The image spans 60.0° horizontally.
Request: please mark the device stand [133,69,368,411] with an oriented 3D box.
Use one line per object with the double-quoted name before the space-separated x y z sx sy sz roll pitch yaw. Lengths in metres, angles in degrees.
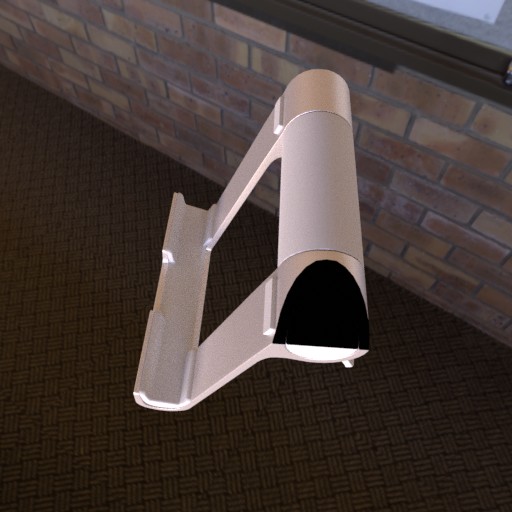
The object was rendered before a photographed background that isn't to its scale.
"device stand" 0.000 0.000 0.150 0.079 0.084 0.086 3 58 2
